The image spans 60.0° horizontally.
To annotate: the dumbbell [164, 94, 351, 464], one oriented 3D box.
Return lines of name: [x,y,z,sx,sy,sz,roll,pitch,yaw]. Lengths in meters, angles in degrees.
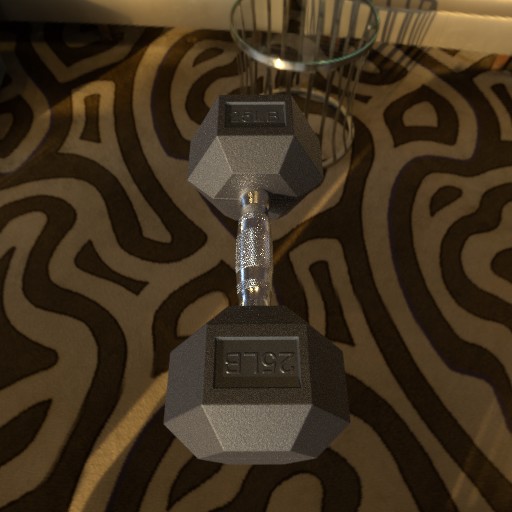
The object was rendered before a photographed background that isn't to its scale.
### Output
dumbbell: [0.000,0.000,0.376,0.129,0.113,0.315,0,59,0]
